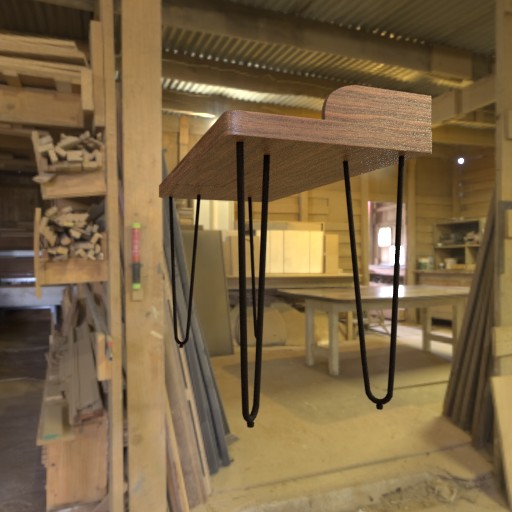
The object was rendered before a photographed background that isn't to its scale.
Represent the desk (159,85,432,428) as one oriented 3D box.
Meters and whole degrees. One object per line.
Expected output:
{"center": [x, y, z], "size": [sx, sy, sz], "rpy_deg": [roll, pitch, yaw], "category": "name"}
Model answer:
{"center": [0.000, 0.000, 1.648], "size": [0.565, 0.854, 1.200], "rpy_deg": [0, 0, -20], "category": "desk"}
